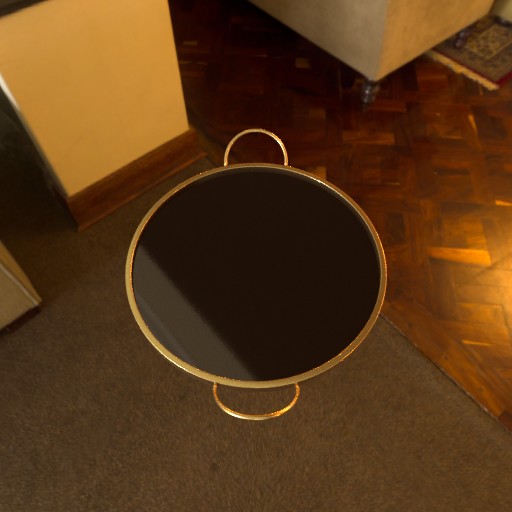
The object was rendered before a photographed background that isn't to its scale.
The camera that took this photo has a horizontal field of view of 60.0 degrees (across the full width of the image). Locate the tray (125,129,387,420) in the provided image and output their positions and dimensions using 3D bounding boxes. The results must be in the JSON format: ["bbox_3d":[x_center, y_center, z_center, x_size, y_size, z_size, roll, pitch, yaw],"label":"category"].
[{"bbox_3d":[0.000,0.000,0.746,0.438,0.069,0.543,0,58,0],"label":"tray"}]
